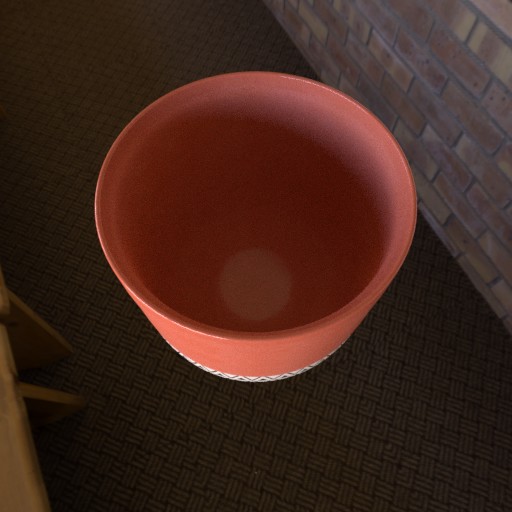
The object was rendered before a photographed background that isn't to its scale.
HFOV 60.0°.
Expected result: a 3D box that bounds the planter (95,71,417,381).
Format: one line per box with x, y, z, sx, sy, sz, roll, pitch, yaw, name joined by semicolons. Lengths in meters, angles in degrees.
0.000;0.000;0.489;0.266;0.270;0.266;0;64;0;planter
